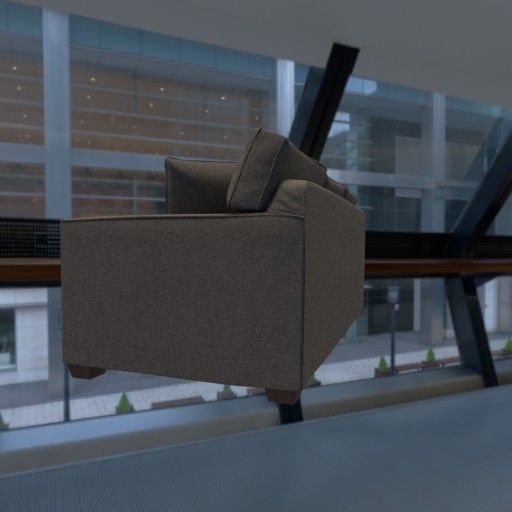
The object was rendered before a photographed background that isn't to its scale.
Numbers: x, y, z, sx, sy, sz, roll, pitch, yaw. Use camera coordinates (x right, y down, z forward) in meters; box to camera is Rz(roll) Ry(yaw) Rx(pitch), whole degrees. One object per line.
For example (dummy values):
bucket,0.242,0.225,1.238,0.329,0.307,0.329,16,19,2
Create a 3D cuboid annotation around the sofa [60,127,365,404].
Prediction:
sofa,0.000,0.000,2.520,1.034,0.946,1.963,1,2,19
